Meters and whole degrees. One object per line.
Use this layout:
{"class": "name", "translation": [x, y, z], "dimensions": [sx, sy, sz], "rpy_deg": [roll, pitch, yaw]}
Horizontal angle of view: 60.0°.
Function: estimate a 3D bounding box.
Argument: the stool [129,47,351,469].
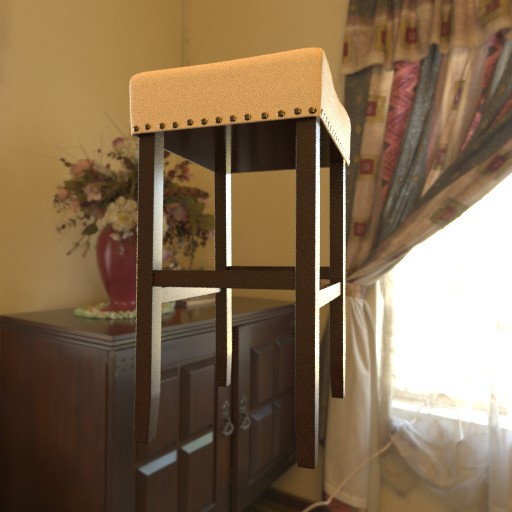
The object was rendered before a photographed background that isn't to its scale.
{"class": "stool", "translation": [0.000, 0.000, 1.060], "dimensions": [0.401, 0.762, 0.471], "rpy_deg": [0, 0, 18]}
